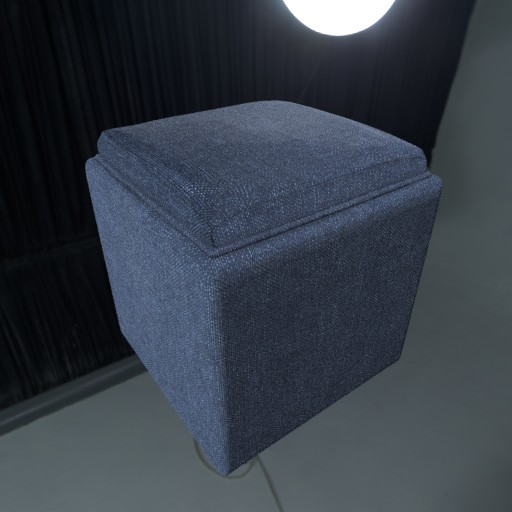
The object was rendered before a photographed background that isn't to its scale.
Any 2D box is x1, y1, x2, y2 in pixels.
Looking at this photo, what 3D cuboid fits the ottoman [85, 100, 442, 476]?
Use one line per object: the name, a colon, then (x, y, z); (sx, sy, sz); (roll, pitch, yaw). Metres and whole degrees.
ottoman: (0.000, 0.000, 0.850); (0.454, 0.493, 0.436); (-22, 39, -30)
